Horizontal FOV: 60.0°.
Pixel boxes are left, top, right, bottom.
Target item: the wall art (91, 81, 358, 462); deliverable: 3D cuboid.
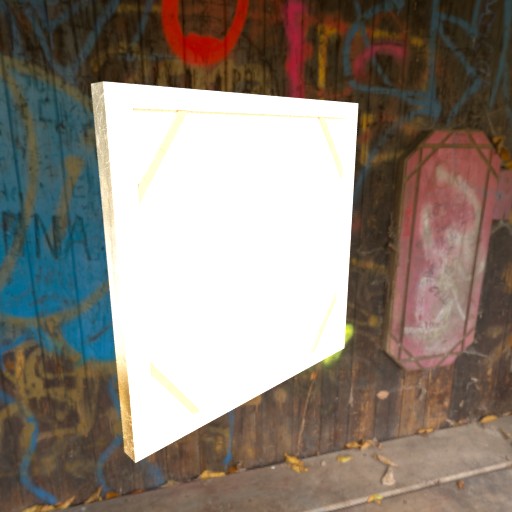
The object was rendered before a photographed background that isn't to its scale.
[{"bbox_3d":[0.000,0.000,0.895,0.610,0.610,0.038,-14,21,-42],"label":"wall art"}]
